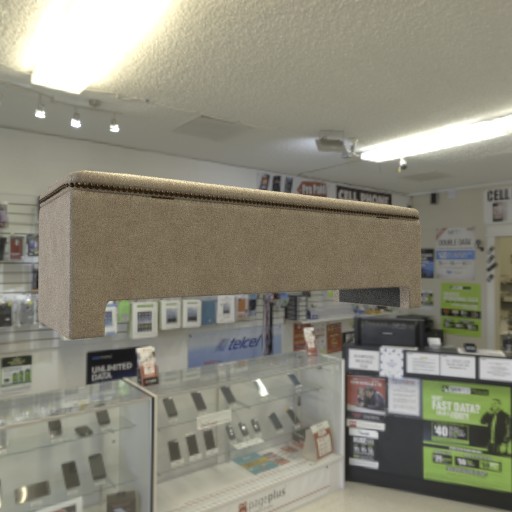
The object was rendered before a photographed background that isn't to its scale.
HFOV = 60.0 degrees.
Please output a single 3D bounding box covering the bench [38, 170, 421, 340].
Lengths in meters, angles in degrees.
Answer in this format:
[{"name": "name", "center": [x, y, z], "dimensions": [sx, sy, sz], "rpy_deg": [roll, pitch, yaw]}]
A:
[{"name": "bench", "center": [0.000, 0.000, 1.723], "dimensions": [1.482, 0.447, 0.470], "rpy_deg": [1, -1, -35]}]
